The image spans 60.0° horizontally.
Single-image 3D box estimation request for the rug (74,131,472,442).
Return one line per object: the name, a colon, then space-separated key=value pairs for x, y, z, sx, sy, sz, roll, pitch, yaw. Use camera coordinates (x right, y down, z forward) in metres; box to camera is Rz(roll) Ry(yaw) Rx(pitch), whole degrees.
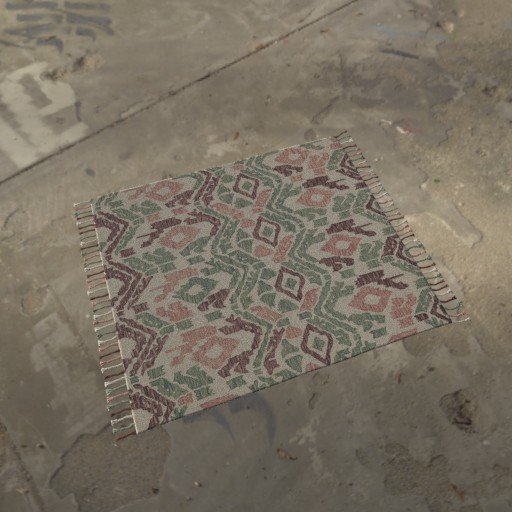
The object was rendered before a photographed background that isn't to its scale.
rug: x=0.000 y=0.000 z=4.096 sx=3.048 sy=0.010 sz=2.438 roll=-17 pitch=60 yaw=-10
